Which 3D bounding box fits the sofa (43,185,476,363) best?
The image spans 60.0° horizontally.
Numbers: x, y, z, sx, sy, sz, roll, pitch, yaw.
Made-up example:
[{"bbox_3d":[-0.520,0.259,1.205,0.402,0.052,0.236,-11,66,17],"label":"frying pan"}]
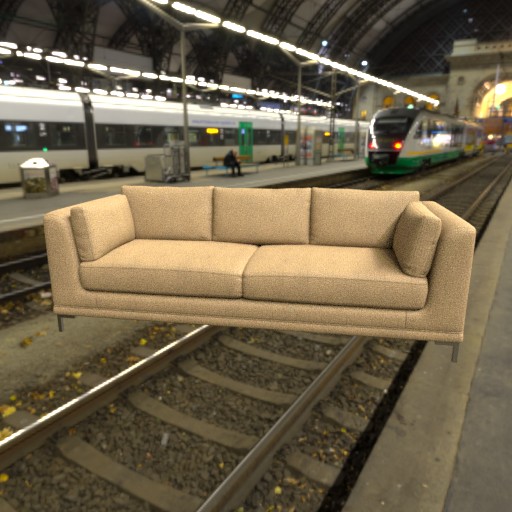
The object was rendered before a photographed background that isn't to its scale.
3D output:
[{"bbox_3d":[0.000,0.000,2.938,2.415,0.867,0.969,3,15,9],"label":"sofa"}]
